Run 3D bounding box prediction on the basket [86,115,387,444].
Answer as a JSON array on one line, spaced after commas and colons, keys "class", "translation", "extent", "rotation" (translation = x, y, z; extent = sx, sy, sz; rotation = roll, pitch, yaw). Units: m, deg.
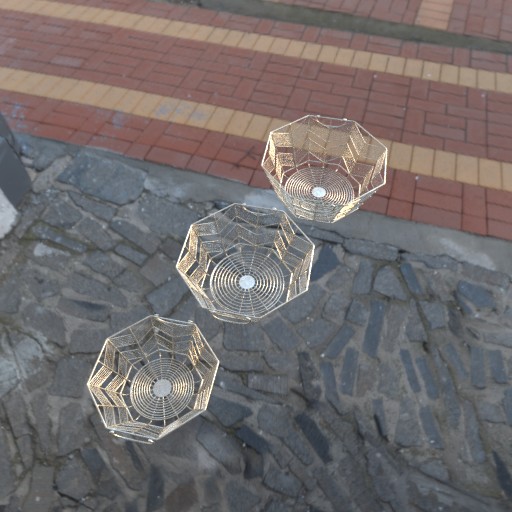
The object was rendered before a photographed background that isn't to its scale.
[{"class": "basket", "translation": [0.000, 0.000, 1.352], "extent": [0.432, 0.178, 1.246], "rotation": [29, 61, 18]}]
